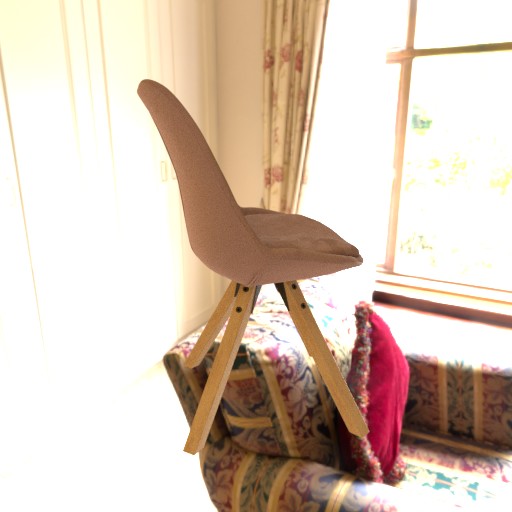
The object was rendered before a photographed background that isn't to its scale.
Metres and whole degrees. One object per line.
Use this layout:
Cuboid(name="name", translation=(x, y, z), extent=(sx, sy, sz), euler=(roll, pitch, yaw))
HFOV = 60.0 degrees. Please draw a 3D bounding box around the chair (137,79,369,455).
Cuboid(name="chair", translation=(0.000, 0.000, 1.175), extent=(0.550, 0.850, 0.485), euler=(-2, 17, -8))
